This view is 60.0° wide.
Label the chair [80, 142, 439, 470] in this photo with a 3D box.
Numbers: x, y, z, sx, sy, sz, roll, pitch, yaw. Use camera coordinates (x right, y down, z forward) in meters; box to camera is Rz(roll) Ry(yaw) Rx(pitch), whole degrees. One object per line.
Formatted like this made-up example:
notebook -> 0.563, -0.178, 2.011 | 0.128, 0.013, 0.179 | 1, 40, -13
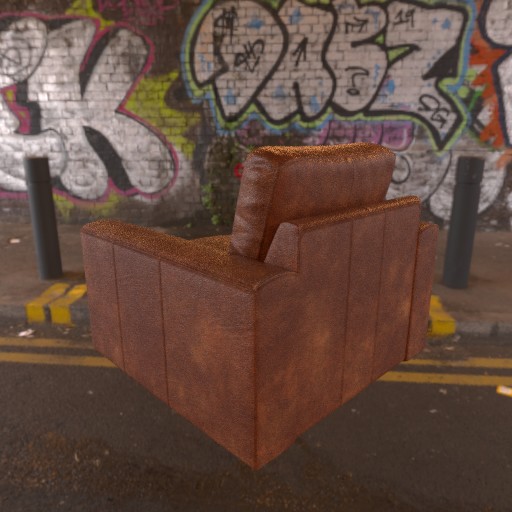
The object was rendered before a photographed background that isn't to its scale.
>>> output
chair -> 0.000, 0.000, 1.754 | 1.005, 0.873, 1.016 | -15, 22, -42
